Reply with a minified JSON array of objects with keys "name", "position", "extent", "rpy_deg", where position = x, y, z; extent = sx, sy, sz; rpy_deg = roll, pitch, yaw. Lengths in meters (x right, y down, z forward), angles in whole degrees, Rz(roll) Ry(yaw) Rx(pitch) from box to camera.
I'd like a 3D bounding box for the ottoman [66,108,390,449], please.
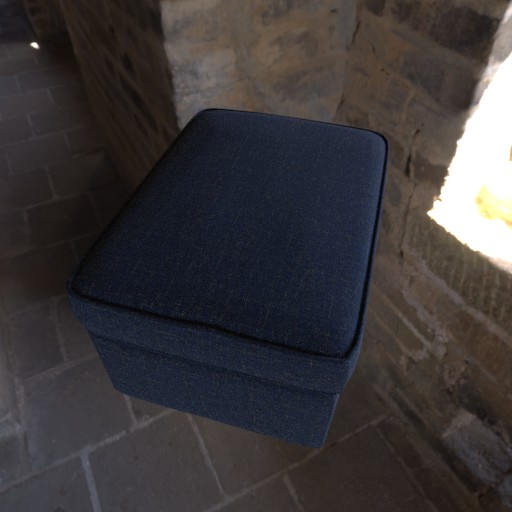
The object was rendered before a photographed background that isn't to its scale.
[{"name":"ottoman","position":[0.000,0.000,1.113],"extent":[0.549,0.450,0.749],"rpy_deg":[12,47,11]}]
